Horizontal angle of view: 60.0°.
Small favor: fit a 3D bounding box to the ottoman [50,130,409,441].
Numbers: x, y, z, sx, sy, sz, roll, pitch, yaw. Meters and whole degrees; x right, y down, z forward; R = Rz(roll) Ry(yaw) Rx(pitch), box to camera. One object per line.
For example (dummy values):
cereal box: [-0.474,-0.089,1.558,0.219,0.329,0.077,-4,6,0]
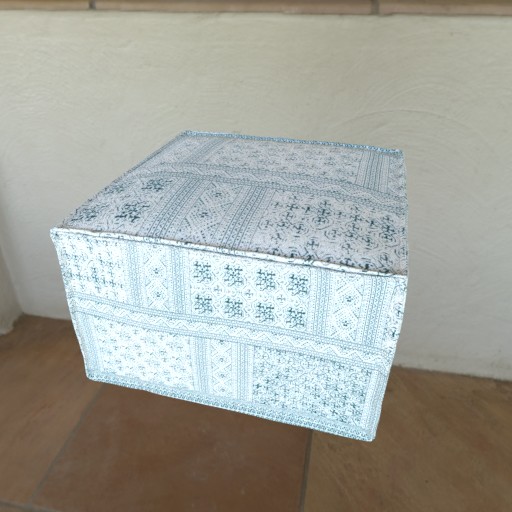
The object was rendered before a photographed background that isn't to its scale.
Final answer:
ottoman: [0.000,0.000,1.049,0.626,0.439,0.617,8,33,13]
